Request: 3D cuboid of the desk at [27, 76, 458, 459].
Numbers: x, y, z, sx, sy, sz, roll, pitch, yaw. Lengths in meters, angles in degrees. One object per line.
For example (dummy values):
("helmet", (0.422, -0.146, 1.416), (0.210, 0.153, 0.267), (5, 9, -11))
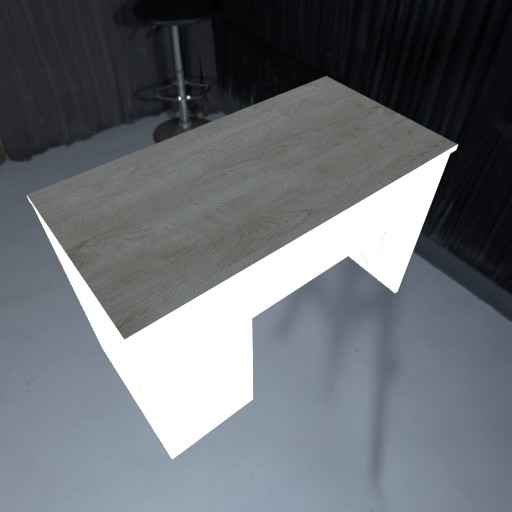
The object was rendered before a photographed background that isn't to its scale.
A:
("desk", (0.000, 0.000, 1.513), (1.096, 0.730, 0.560), (-30, 54, -25))
